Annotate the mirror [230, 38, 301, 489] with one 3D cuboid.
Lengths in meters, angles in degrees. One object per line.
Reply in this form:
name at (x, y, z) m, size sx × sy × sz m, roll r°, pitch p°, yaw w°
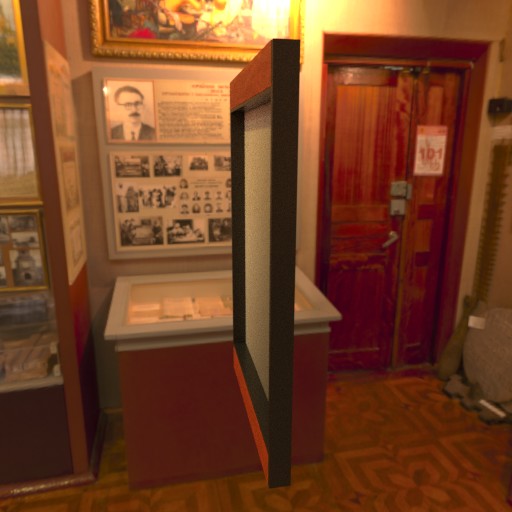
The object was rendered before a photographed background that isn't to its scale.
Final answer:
mirror at (0.000, 0.000, 1.035) m, size 0.047 × 0.823 × 0.525 m, roll -3°, pitch 14°, yaw -10°
